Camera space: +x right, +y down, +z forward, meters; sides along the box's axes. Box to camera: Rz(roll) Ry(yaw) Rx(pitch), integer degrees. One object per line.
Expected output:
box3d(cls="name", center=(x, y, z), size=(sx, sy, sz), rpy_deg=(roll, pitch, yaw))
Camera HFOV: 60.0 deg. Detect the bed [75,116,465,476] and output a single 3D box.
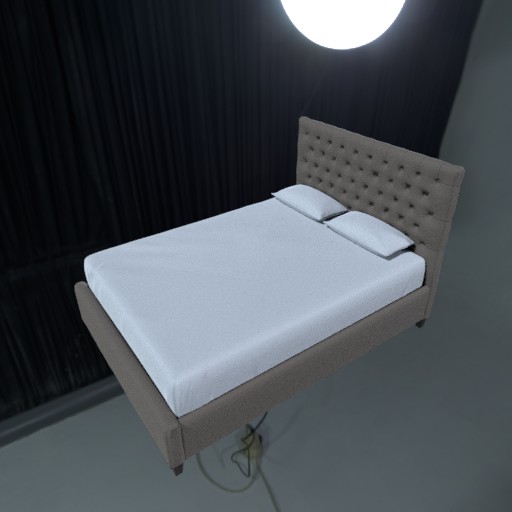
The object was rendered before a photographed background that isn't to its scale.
box3d(cls="bed", center=(0.000, 0.000, 3.390), size=(2.387, 1.427, 1.698), rpy_deg=(-21, 37, -30))
